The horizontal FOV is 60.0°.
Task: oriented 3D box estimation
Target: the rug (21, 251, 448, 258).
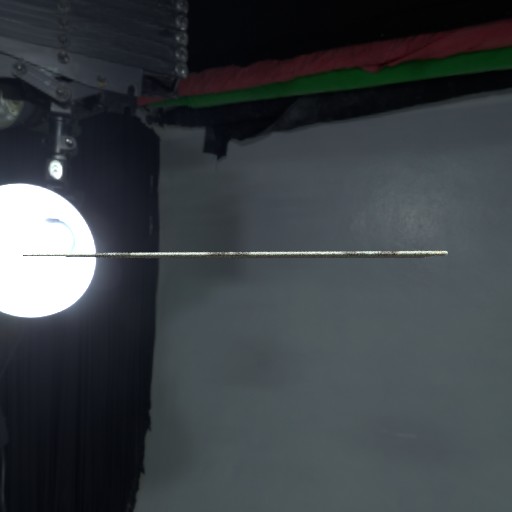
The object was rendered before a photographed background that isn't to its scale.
[{"bbox_3d":[0.000,0.000,4.027,3.000,0.026,2.399,0,-1,18],"label":"rug"}]
